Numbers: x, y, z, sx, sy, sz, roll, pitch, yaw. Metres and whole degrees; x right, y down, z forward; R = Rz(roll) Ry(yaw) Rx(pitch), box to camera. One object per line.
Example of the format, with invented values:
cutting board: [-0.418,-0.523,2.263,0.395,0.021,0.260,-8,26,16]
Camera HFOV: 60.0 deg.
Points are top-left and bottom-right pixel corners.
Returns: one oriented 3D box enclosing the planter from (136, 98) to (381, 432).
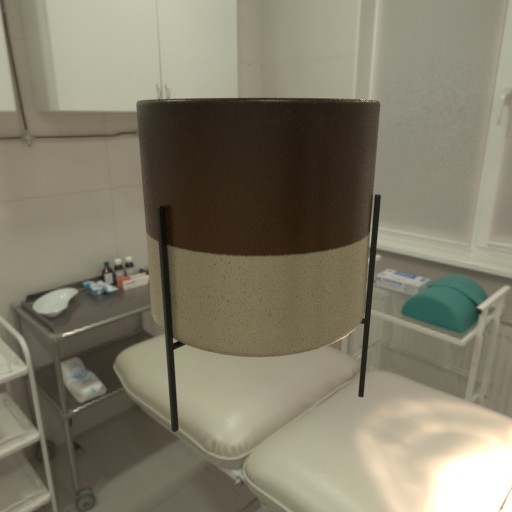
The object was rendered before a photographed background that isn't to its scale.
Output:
planter: [0.000,0.000,0.706,0.345,0.465,0.354,17,24,42]
